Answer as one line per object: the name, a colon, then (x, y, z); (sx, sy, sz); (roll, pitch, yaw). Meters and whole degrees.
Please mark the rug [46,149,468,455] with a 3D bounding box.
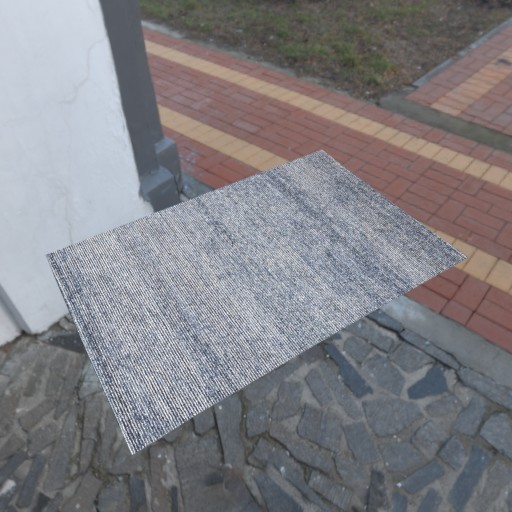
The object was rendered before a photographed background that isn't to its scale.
rug: (0.000, 0.000, 2.170); (1.740, 0.010, 1.135); (-25, 51, -22)
